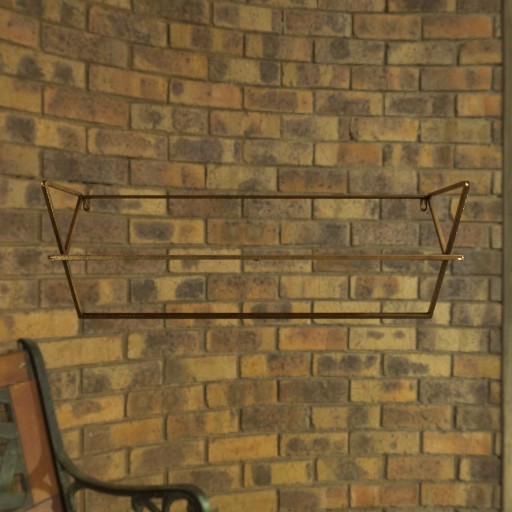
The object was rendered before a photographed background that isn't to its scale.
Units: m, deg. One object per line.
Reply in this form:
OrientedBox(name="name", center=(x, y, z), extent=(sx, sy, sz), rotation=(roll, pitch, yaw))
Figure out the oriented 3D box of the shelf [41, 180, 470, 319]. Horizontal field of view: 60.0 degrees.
OrientedBox(name="shelf", center=(0.000, 0.000, 0.740), extent=(0.645, 0.229, 0.150), rotation=(0, 0, 0))
